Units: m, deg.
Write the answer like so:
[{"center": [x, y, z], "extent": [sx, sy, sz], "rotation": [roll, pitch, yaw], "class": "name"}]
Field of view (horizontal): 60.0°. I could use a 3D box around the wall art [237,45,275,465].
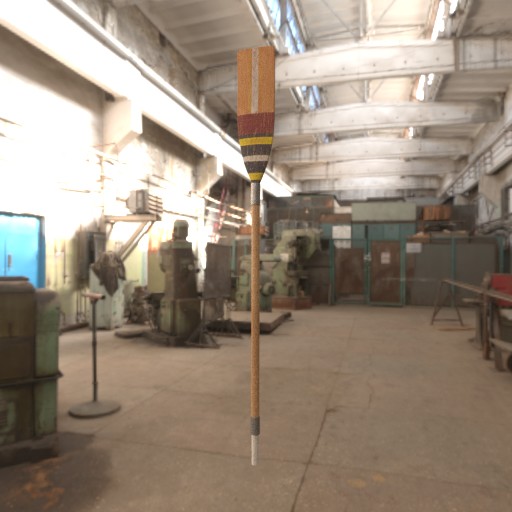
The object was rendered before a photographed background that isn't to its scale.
[{"center": [0.000, 0.000, 1.654], "extent": [0.146, 1.556, 0.038], "rotation": [0, 0, 18], "class": "wall art"}]
